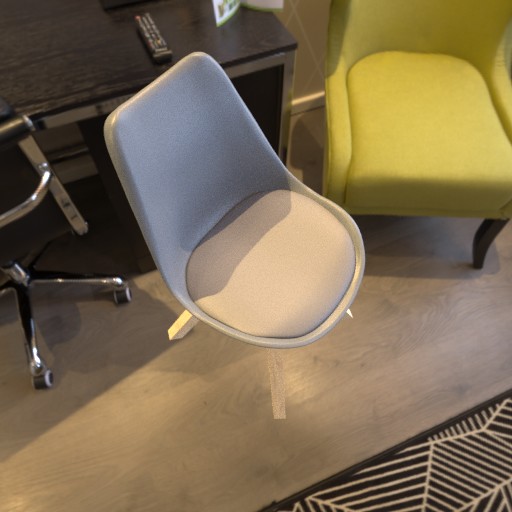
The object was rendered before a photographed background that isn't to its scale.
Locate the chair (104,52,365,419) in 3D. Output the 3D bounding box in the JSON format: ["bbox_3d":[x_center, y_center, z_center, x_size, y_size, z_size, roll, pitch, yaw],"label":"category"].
[{"bbox_3d":[0.000,0.000,1.173,0.550,0.850,0.485,32,63,18],"label":"chair"}]
